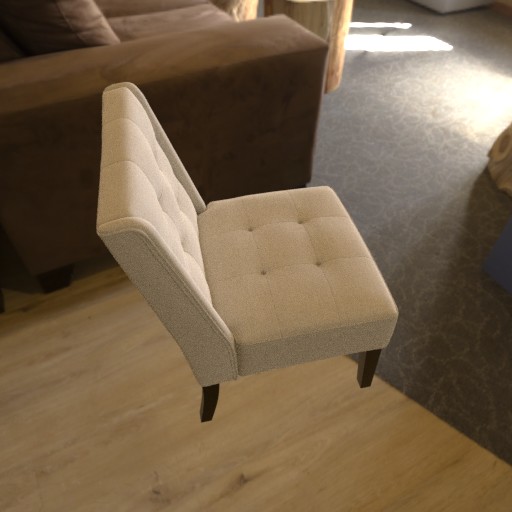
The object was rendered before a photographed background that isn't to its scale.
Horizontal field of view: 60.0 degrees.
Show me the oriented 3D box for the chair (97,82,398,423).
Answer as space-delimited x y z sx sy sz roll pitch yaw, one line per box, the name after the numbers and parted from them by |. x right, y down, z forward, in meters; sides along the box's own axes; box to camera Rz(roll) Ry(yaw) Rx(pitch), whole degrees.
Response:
0.000 0.000 1.280 0.676 0.853 0.569 -9 47 -8 | chair
